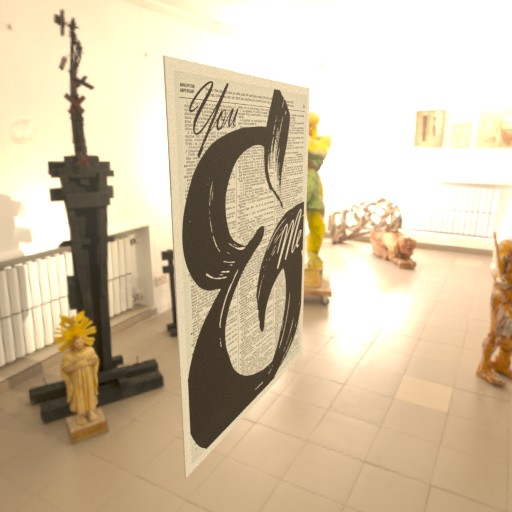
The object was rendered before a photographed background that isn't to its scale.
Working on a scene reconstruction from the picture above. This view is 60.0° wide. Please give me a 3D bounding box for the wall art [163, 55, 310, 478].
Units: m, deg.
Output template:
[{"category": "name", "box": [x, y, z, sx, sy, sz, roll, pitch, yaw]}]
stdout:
[{"category": "wall art", "box": [0.000, 0.000, 0.805, 0.003, 0.609, 0.457, 8, 18, 28]}]
